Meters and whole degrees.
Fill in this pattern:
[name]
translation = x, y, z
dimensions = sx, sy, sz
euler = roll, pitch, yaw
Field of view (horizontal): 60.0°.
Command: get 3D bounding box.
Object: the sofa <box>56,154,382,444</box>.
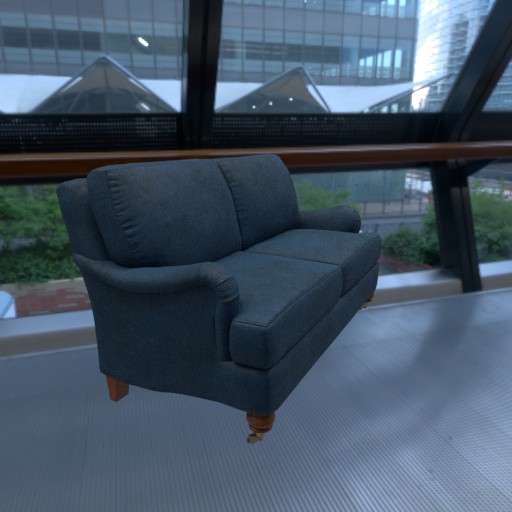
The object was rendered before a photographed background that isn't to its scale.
[sofa]
translation = 0.000, 0.000, 2.565
dimensions = 1.084, 1.101, 1.853
euler = 8, 17, 27
